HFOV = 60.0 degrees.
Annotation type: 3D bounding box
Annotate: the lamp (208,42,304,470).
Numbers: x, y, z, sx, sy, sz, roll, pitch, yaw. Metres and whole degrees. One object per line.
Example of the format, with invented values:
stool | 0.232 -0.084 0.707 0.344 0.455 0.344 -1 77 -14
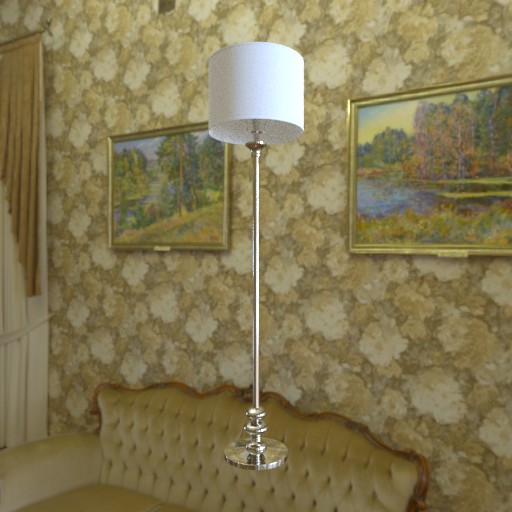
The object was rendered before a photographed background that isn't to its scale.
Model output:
lamp | 0.000 0.000 1.661 0.356 1.487 0.356 0 0 -18
